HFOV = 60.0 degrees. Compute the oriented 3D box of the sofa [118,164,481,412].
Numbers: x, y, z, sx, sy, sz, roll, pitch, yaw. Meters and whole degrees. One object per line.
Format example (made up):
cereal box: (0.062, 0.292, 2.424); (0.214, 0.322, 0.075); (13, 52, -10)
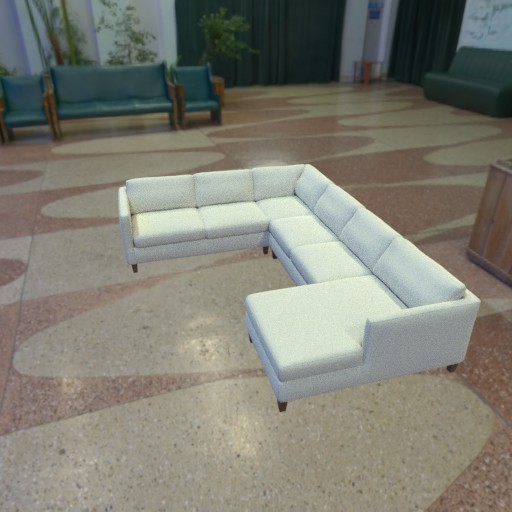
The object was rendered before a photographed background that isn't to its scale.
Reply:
sofa: (0.000, 0.000, 4.392); (2.551, 0.853, 3.238); (-8, 30, -14)
